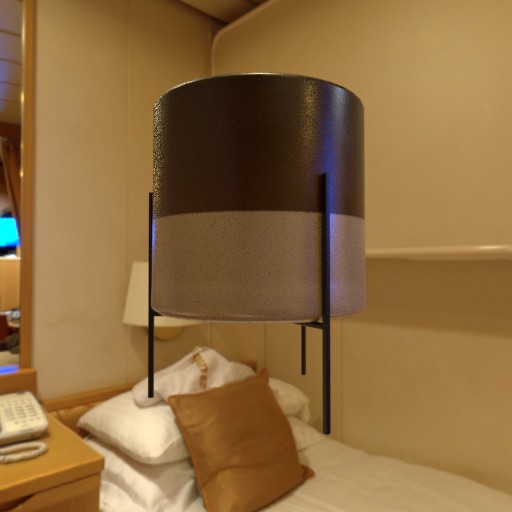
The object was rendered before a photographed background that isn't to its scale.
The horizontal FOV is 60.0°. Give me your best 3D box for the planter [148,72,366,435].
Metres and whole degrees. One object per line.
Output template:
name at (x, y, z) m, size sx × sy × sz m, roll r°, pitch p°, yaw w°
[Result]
planter at (0.000, 0.000, 0.731) m, size 0.354 × 0.465 × 0.345 m, roll 0°, pitch -1°, yaw 1°
